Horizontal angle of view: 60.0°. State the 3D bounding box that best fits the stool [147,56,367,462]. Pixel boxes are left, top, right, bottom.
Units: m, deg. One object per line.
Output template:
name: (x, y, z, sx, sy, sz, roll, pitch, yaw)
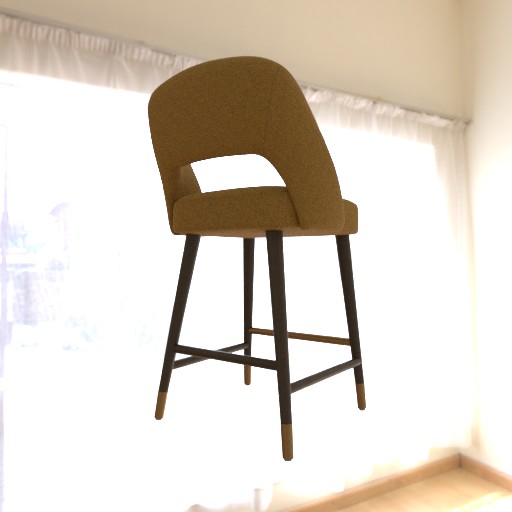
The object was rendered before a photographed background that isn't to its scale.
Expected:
stool: (0.000, 0.000, 1.282, 0.536, 0.939, 0.522, 0, 0, 36)
